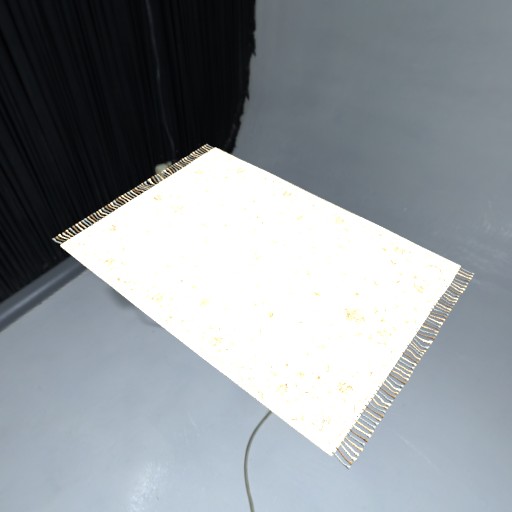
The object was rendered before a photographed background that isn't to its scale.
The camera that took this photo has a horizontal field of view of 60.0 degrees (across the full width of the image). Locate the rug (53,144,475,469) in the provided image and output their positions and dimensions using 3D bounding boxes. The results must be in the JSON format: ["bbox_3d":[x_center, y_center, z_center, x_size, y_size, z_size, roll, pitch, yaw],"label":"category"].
[{"bbox_3d":[0.000,0.000,2.306,1.861,0.017,1.218,31,54,26],"label":"rug"}]
